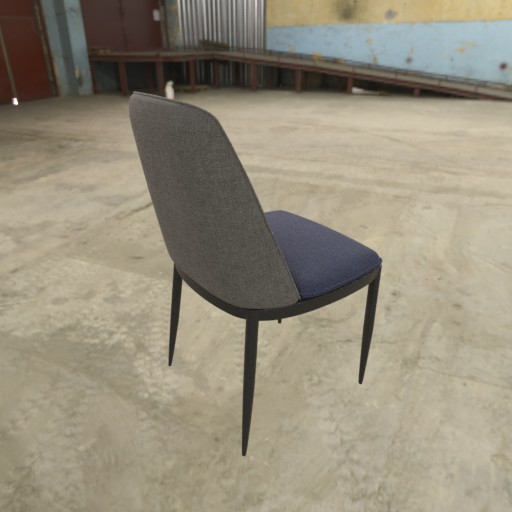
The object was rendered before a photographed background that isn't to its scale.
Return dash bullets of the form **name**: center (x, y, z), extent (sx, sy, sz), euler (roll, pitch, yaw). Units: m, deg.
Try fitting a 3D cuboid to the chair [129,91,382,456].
- **chair**: center (0.000, 0.000, 1.199), extent (0.550, 0.855, 0.488), euler (-17, 31, -32)
